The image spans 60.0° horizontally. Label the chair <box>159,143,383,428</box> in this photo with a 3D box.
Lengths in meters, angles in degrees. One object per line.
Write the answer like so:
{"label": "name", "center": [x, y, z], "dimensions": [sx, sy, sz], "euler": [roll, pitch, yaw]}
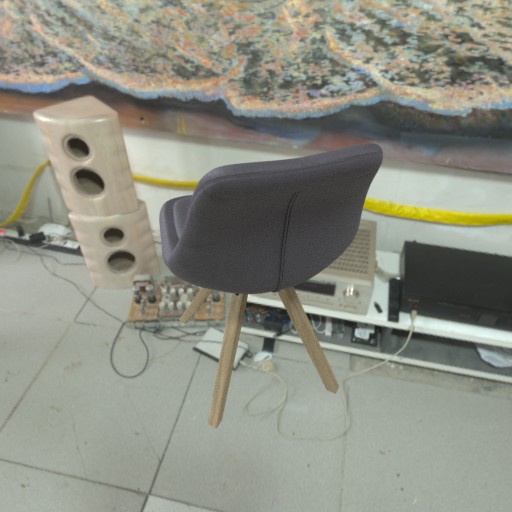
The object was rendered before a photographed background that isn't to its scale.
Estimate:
{"label": "chair", "center": [0.000, 0.000, 1.188], "dimensions": [0.483, 0.865, 0.547], "euler": [-12, 43, -13]}
